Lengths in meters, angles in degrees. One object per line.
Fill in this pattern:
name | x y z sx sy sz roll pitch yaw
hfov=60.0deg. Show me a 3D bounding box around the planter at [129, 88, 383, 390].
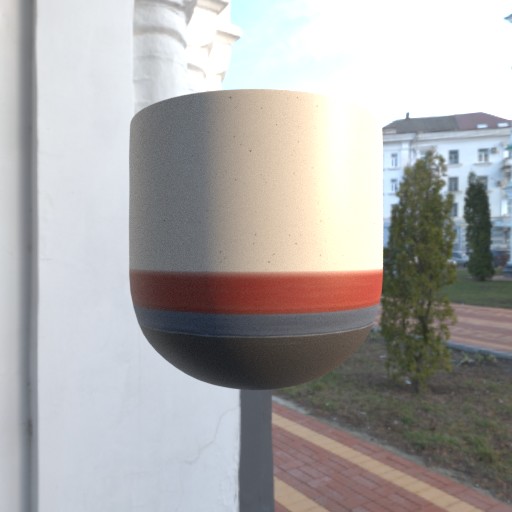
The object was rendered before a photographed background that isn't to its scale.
planter | 0.000 0.000 0.487 0.268 0.270 0.268 0 0 0
